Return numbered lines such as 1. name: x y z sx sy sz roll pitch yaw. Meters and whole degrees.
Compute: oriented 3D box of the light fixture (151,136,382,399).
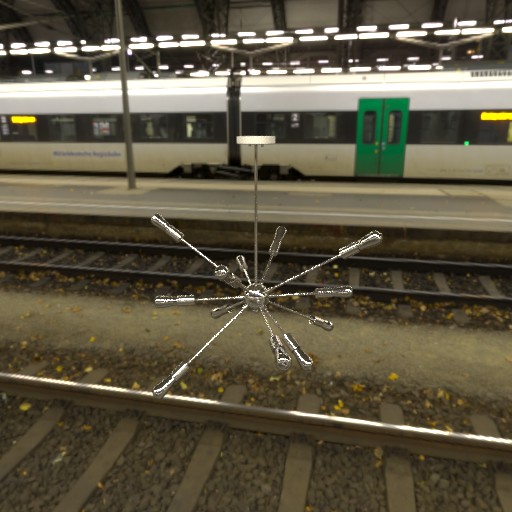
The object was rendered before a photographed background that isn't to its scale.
1. light fixture: 0.000 0.000 1.072 0.509 0.558 0.684 -2 16 -8
